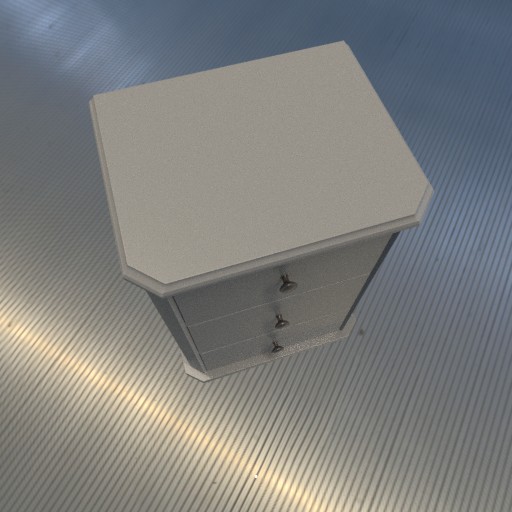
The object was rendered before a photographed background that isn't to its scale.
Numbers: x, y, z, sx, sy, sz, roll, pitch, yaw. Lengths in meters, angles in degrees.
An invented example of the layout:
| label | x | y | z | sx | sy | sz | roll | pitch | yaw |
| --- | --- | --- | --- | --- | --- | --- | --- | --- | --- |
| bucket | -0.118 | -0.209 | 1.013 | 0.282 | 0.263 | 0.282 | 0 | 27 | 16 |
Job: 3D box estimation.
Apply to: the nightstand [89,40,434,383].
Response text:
| label | x | y | z | sx | sy | sz | roll | pitch | yaw |
| --- | --- | --- | --- | --- | --- | --- | --- | --- | --- |
| nightstand | 0.000 | 0.000 | 0.933 | 0.435 | 0.680 | 0.348 | -16 | 65 | -8 |
